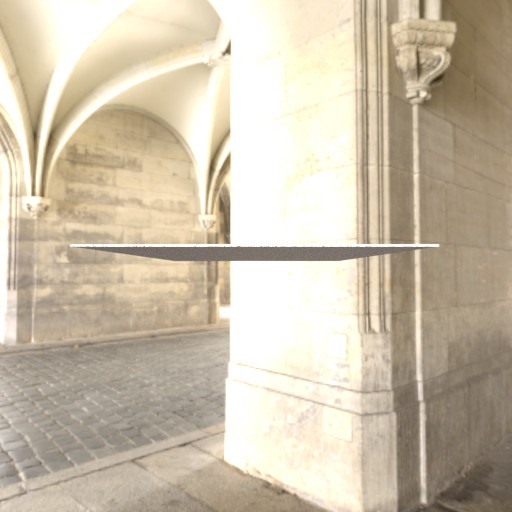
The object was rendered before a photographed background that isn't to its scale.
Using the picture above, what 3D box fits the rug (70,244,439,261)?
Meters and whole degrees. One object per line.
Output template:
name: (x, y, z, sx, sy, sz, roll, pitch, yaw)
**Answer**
rug: (0.000, 0.000, 2.359, 1.211, 0.007, 1.827, 0, -2, 0)
